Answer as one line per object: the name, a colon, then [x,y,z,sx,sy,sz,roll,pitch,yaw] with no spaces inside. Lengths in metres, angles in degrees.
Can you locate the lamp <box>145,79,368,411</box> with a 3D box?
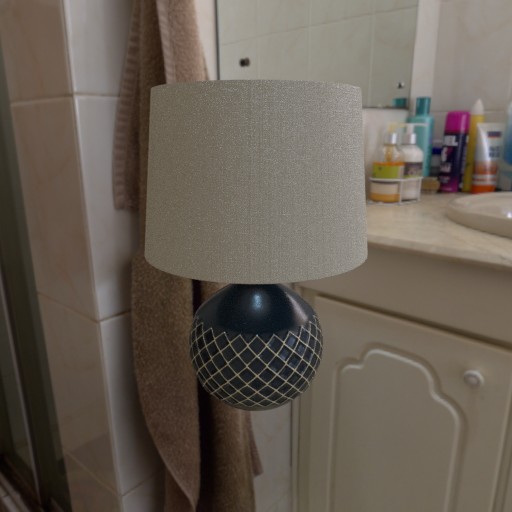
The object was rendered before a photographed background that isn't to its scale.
lamp: [0.000,0.000,0.772,0.376,0.540,0.376,0,16,0]
